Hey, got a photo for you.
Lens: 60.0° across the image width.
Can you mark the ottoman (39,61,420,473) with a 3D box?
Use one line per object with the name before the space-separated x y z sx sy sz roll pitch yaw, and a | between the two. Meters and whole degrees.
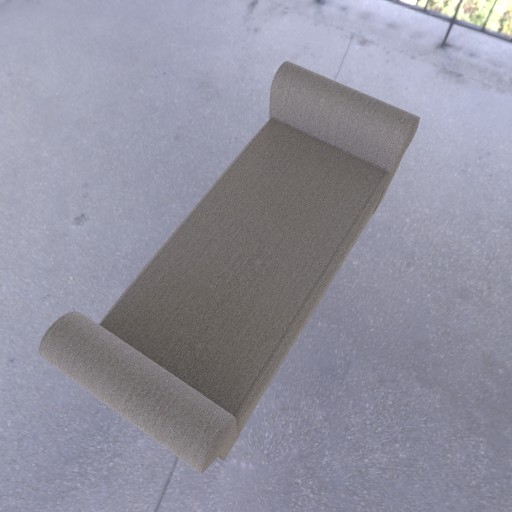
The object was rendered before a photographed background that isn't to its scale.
ottoman | 0.000 0.000 1.495 0.521 0.547 1.256 29 66 14
